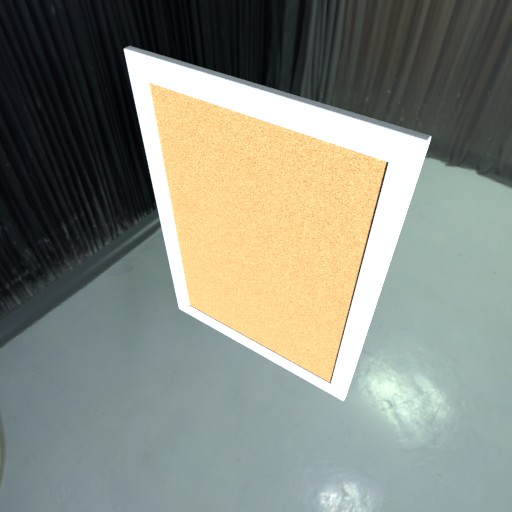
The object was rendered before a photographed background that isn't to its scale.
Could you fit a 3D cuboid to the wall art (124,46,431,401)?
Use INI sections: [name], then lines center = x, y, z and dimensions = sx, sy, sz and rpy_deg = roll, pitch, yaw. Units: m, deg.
[wall art]
center = 0.000, 0.000, 0.663
dimensions = 0.374, 0.529, 0.012
rpy_deg = 25, 52, 22
